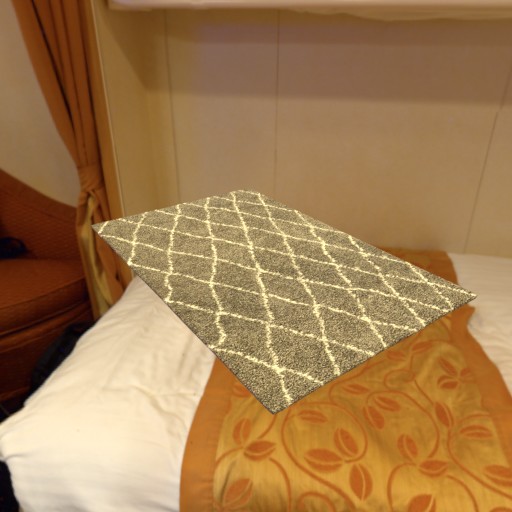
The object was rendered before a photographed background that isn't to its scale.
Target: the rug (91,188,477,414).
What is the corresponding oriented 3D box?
[{"bbox_3d":[0.000,0.000,3.559,1.778,0.030,2.743,-19,33,-31],"label":"rug"}]
